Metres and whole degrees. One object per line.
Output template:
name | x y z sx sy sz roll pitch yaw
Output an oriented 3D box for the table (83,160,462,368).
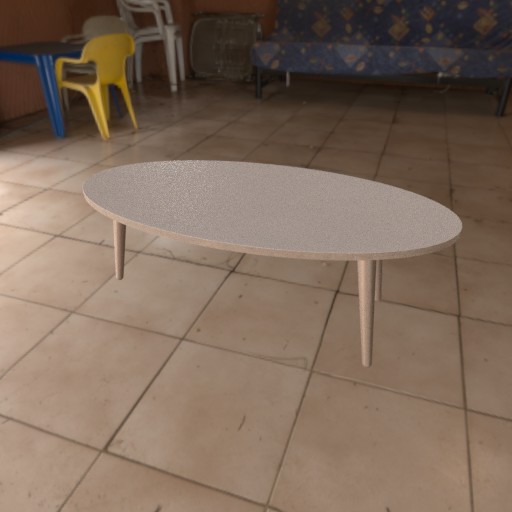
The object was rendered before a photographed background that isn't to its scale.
table | 0.000 0.000 1.351 1.083 0.390 0.542 10 33 15
